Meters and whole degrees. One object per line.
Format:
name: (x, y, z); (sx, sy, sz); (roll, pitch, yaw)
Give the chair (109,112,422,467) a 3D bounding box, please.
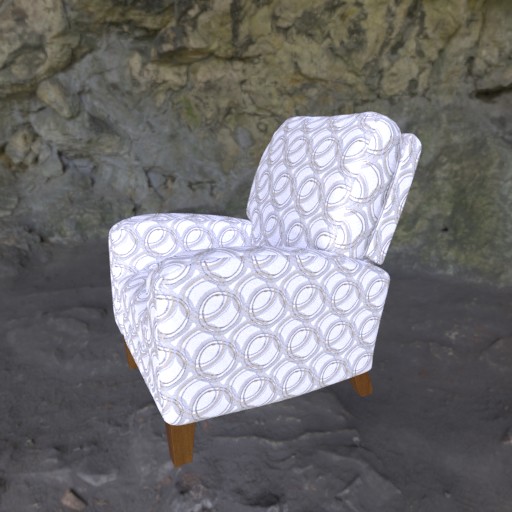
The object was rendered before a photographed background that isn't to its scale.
chair: (0.000, 0.000, 1.727); (0.995, 1.065, 0.796); (-8, 18, -26)
